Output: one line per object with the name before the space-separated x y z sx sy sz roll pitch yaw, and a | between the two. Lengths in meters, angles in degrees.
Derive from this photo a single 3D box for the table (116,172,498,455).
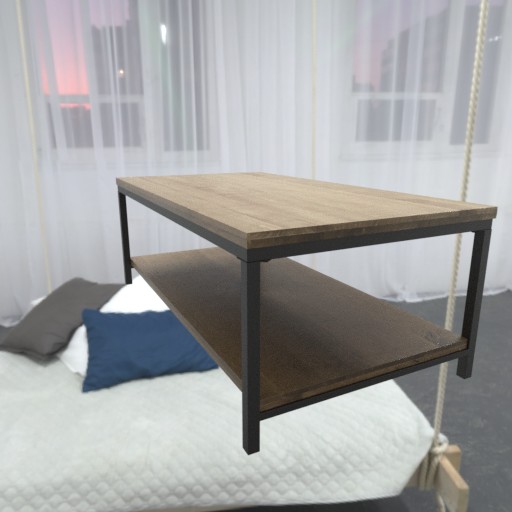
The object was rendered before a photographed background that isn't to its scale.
table | 0.000 0.000 1.292 0.574 0.393 1.062 -8 17 -26
